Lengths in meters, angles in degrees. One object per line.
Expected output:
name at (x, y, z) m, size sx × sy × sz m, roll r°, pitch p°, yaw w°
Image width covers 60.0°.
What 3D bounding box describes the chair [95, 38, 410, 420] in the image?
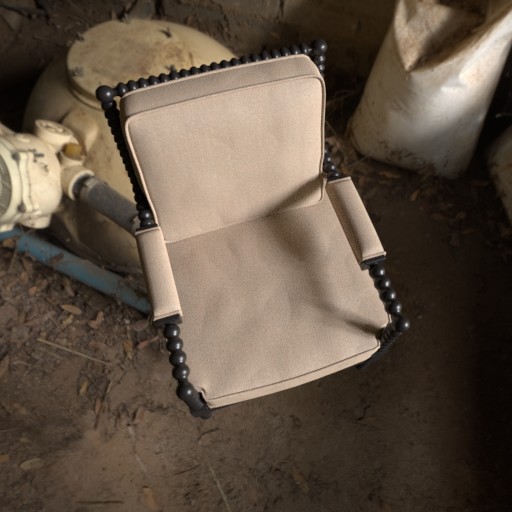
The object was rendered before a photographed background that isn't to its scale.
chair at (0.000, 0.000, 1.145) m, size 0.555 × 0.703 × 0.657 m, roll -15°, pitch 66°, yaw -7°
